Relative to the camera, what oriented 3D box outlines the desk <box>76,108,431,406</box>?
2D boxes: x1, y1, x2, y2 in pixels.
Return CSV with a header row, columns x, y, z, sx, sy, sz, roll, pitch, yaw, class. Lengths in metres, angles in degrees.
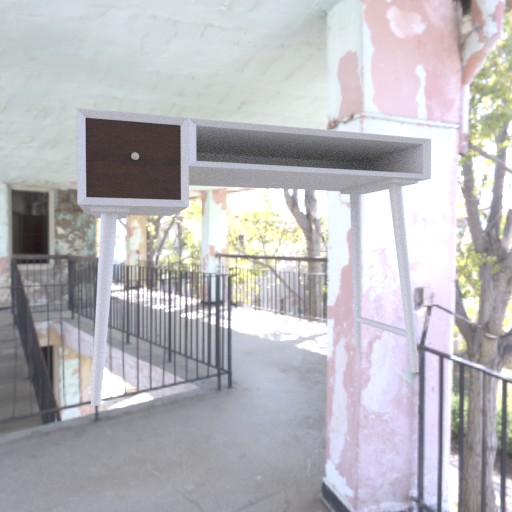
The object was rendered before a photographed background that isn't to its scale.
x,y,z,sx,sy,sz,roll,pitch,yaw,class
0.000,0.000,1.468,1.069,0.761,0.409,0,2,-18,desk
